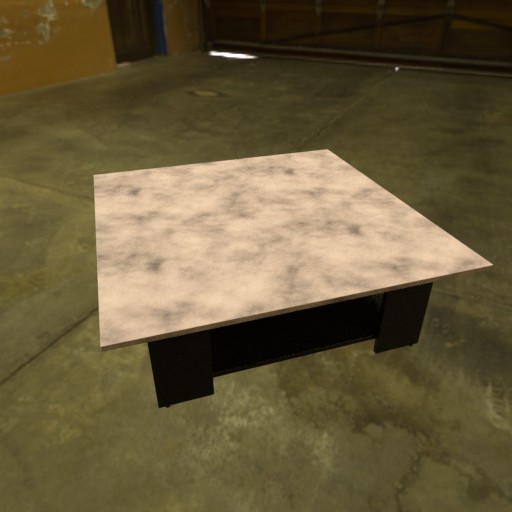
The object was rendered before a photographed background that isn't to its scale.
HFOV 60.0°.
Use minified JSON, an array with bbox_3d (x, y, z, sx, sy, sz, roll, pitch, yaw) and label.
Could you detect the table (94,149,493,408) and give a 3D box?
[{"bbox_3d":[0.000,0.000,1.369,0.890,0.305,0.890,-10,33,-15],"label":"table"}]
